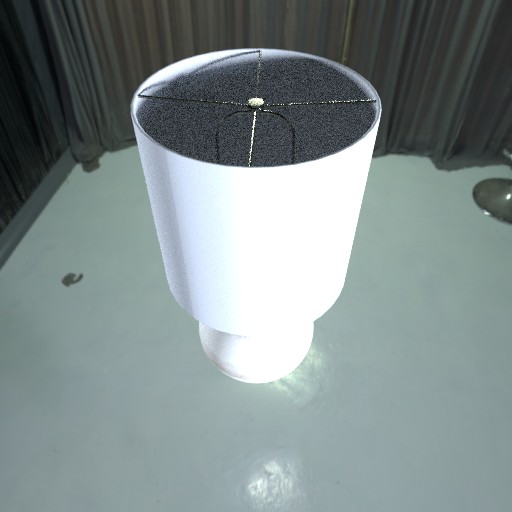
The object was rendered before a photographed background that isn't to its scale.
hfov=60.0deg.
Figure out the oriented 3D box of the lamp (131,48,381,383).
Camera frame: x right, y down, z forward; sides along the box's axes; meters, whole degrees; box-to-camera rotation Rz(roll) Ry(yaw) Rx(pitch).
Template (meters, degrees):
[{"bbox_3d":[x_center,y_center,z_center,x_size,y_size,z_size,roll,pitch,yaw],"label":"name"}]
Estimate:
[{"bbox_3d":[0.000,0.000,0.535,0.217,0.404,0.217,2,46,2],"label":"lamp"}]
